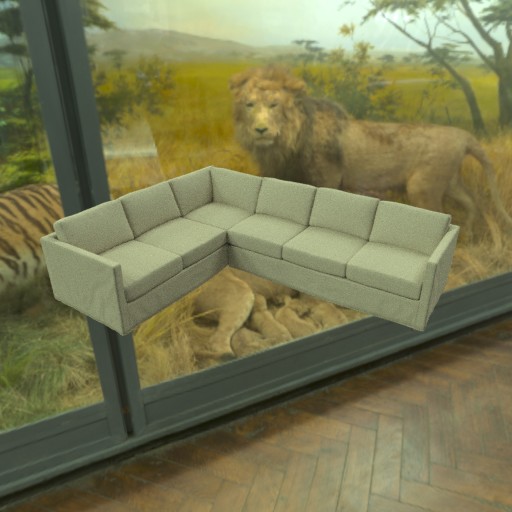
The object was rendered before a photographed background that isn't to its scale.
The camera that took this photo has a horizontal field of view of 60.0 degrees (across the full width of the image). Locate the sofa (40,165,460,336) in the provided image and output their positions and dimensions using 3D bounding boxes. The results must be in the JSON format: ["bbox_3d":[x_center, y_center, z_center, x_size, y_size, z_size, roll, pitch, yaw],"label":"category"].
[{"bbox_3d":[0.000,0.000,4.294,3.182,0.871,2.432,17,32,29],"label":"sofa"}]
